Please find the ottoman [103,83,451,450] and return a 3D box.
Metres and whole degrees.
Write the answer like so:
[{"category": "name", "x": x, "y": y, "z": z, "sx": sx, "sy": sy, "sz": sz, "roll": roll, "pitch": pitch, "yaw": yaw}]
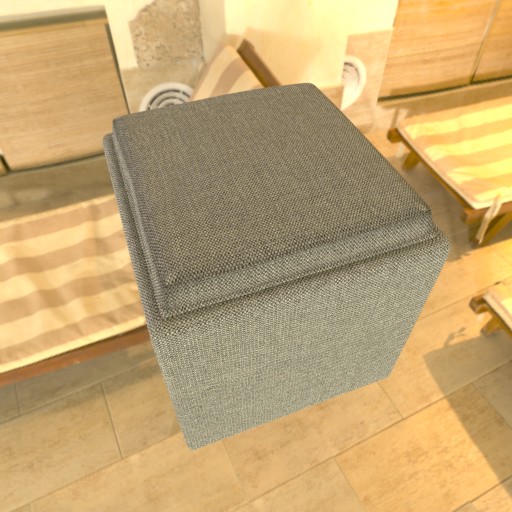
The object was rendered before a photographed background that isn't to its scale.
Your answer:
[{"category": "ottoman", "x": 0.000, "y": 0.000, "z": 0.845, "sx": 0.436, "sy": 0.487, "sz": 0.454, "roll": -16, "pitch": 50, "yaw": -13}]
